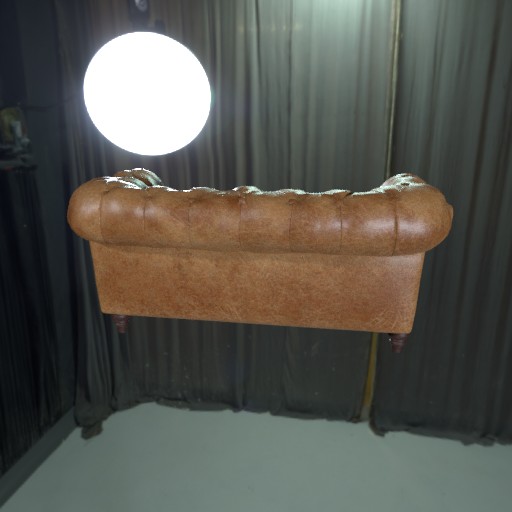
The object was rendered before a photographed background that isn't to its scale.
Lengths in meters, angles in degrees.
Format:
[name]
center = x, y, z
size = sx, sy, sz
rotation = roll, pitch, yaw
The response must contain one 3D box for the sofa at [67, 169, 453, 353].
[sofa]
center = 0.000, 0.000, 2.488
size = 1.979, 0.877, 1.042
rotation = 2, 16, 9
